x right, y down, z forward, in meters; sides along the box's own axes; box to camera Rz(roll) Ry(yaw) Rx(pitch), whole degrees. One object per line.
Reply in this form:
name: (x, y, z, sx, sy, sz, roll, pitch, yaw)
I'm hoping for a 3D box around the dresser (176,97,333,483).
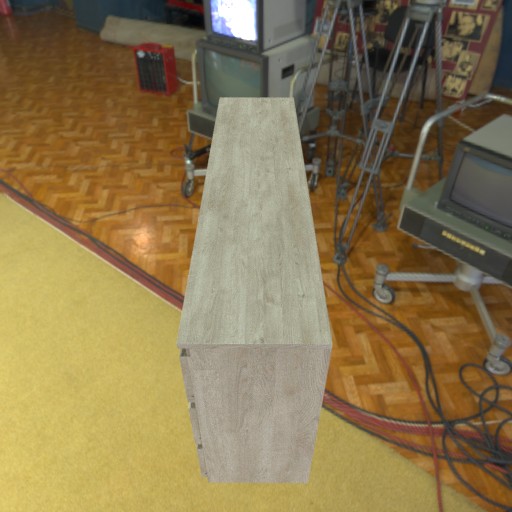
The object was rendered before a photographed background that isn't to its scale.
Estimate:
dresser: (0.000, 0.000, 1.943, 0.390, 0.795, 1.590, 0, 41, 0)
